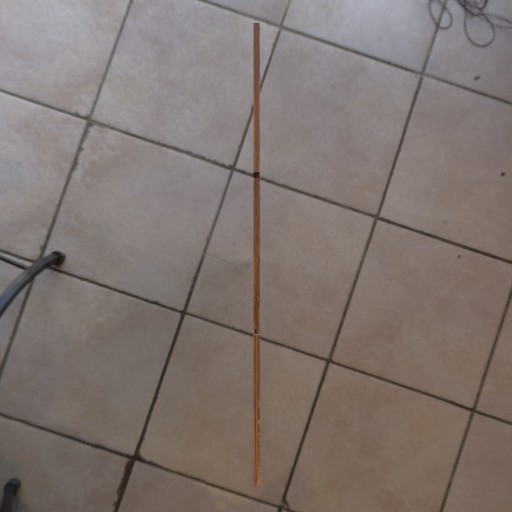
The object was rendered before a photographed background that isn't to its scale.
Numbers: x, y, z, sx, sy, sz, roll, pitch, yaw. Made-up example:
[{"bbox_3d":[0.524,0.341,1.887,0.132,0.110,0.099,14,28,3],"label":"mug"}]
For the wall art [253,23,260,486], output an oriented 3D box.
[{"bbox_3d":[0.000,0.000,1.331,0.013,0.914,0.915,0,89,0],"label":"wall art"}]
